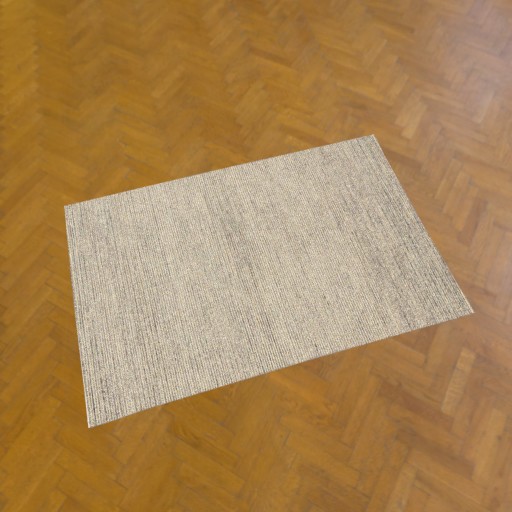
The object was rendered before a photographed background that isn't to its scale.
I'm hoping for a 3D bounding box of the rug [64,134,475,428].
[{"bbox_3d":[0.000,0.000,2.222,1.804,0.022,1.162,-15,63,-8],"label":"rug"}]
